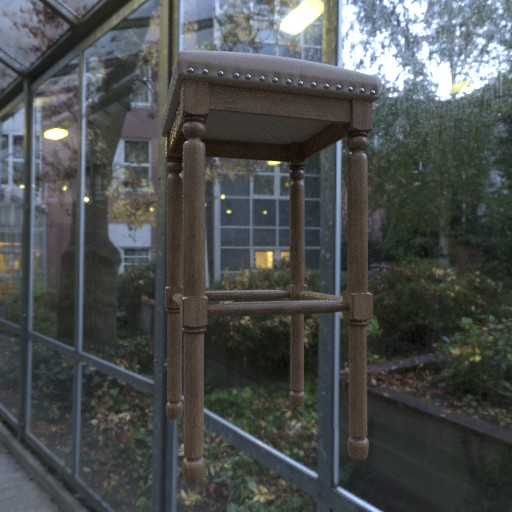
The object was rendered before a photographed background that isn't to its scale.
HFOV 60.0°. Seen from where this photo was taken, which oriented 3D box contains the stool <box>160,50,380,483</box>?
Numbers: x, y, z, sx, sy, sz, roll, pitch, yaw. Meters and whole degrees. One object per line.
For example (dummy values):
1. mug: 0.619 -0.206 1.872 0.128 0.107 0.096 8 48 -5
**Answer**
1. stool: 0.000 0.000 0.959 0.383 0.768 0.382 0 -1 -16
